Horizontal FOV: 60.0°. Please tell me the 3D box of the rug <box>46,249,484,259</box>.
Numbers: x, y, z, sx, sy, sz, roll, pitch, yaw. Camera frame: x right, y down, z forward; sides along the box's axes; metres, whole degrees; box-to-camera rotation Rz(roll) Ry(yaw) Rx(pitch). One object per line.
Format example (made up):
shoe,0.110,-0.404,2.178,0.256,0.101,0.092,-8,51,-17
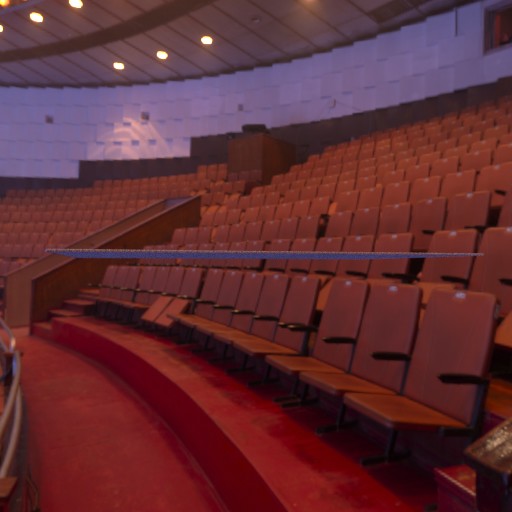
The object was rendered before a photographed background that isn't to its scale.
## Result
rug,0.000,0.000,3.068,2.444,0.012,1.526,0,-1,-17
